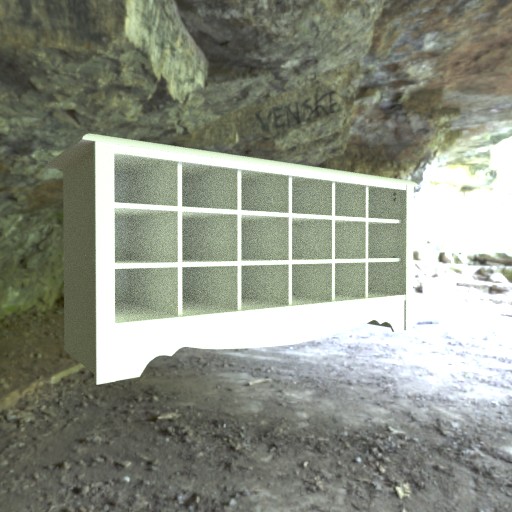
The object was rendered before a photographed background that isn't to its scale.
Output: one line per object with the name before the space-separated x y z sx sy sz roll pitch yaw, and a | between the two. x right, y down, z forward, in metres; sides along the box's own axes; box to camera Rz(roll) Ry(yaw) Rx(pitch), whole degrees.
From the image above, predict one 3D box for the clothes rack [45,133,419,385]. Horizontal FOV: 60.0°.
clothes rack | 0.000 0.000 1.482 1.218 0.558 0.405 -1 1 -36
